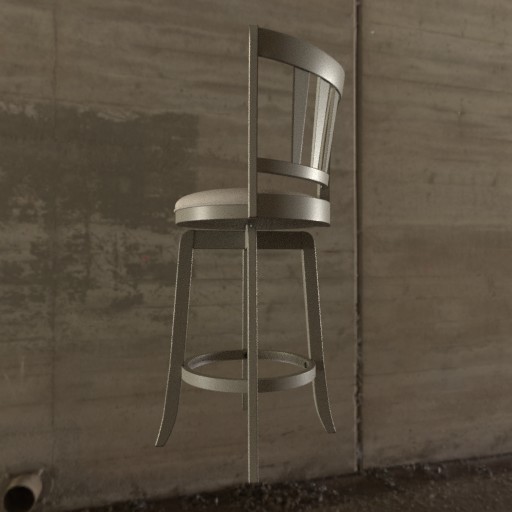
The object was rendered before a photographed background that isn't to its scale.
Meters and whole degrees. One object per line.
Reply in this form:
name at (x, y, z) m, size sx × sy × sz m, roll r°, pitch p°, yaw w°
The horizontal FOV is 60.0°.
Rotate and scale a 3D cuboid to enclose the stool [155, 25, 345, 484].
stool at (0.000, 0.000, 1.253) m, size 0.475 × 1.042 × 0.436 m, roll 0°, pitch -1°, yaw 38°
